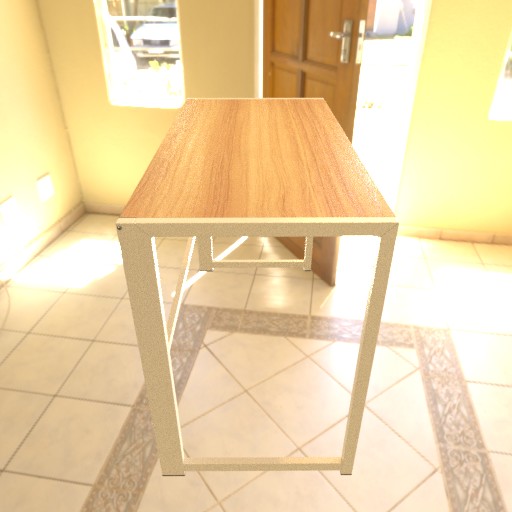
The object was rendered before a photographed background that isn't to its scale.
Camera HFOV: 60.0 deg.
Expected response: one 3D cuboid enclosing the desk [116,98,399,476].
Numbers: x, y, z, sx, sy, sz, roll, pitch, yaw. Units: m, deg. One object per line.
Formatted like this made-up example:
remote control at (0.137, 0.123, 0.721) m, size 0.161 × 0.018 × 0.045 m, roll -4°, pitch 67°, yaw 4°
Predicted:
desk at (0.000, 0.000, 1.420) m, size 0.508 × 0.762 × 1.016 m, roll 0°, pitch 32°, yaw 0°
